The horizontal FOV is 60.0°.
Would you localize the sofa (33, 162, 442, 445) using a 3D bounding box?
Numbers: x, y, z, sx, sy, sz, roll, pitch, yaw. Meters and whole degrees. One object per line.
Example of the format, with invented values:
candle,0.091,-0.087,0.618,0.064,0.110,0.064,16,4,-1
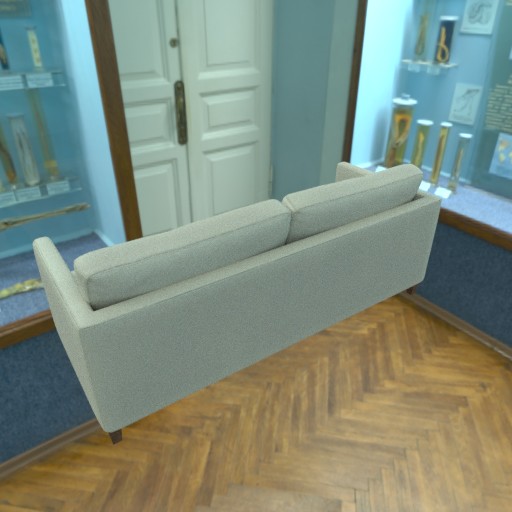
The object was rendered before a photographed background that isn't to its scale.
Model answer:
sofa,0.000,0.000,2.790,2.361,0.968,0.951,-19,36,-29
